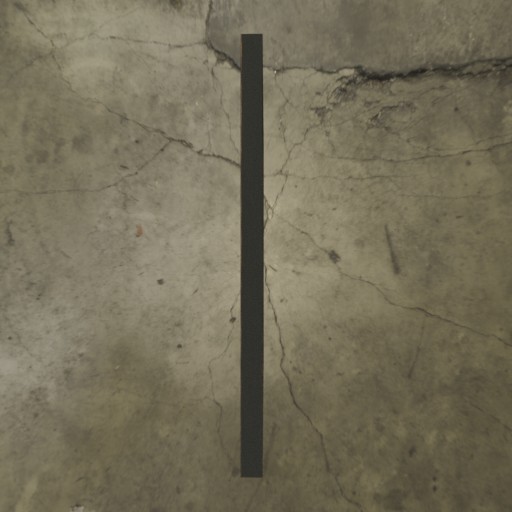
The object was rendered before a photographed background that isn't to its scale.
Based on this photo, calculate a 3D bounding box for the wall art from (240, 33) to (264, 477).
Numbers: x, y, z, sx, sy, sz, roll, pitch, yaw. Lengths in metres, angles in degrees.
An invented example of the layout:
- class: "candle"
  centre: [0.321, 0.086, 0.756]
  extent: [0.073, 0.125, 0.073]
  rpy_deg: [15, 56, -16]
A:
- class: "wall art"
  centre: [0.000, 0.000, 1.141]
  extent: [0.038, 0.762, 0.762]
  rpy_deg: [0, 90, 1]
